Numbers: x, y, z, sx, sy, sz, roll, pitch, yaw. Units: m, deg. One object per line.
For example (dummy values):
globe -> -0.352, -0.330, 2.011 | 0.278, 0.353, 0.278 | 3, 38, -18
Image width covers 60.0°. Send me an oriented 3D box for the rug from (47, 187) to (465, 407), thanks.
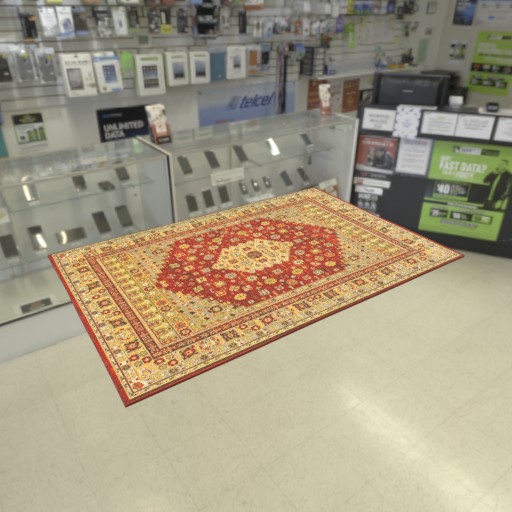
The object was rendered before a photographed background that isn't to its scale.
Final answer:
rug -> 0.000, 0.000, 2.294 | 1.802, 0.013, 1.194 | -18, 34, -29
